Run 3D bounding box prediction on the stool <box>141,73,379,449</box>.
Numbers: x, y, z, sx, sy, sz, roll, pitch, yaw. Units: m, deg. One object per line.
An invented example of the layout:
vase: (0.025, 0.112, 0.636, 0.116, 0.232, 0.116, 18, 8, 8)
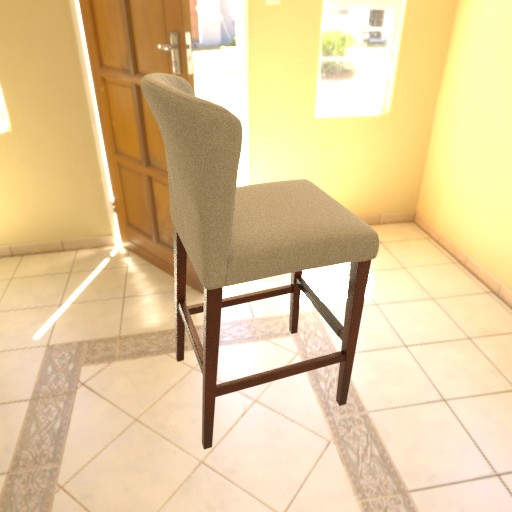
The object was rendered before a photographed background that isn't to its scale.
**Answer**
stool: (0.000, 0.000, 1.380, 0.568, 1.069, 0.479, -11, 32, -17)
